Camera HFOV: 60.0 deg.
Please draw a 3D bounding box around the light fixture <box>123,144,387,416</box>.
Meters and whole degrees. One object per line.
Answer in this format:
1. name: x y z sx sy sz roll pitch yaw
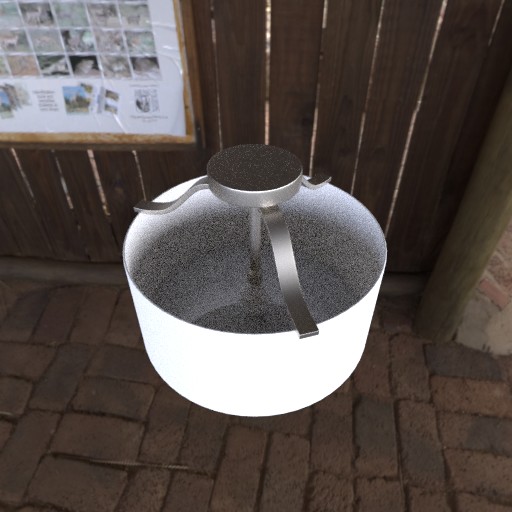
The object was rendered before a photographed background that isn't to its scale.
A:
1. light fixture: 0.000 0.000 0.677 0.395 0.304 0.395 0 41 0
